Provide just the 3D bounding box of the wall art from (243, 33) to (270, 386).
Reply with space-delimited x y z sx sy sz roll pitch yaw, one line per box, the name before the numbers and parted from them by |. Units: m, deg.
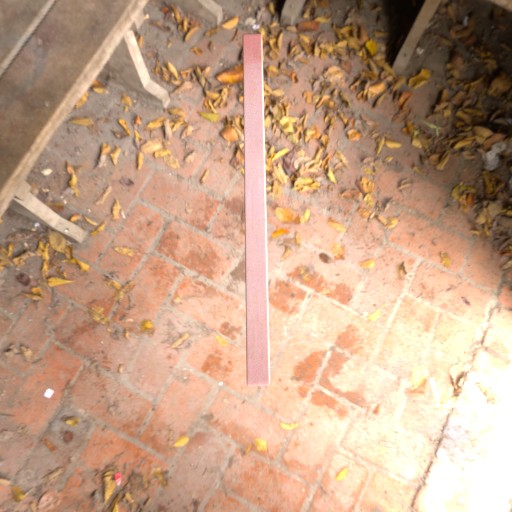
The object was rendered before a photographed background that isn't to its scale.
wall art | 0.000 0.000 1.174 0.038 0.914 0.610 -1 77 0
